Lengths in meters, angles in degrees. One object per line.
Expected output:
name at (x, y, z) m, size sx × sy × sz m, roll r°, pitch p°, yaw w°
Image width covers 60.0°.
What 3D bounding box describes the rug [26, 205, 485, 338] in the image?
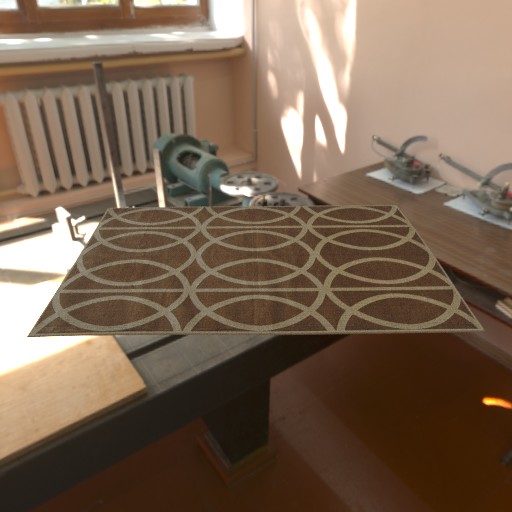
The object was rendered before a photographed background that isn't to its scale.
rug at (0.000, 0.000, 2.850) m, size 2.290 × 0.014 × 1.526 m, roll -1°, pitch 31°, yaw -1°
